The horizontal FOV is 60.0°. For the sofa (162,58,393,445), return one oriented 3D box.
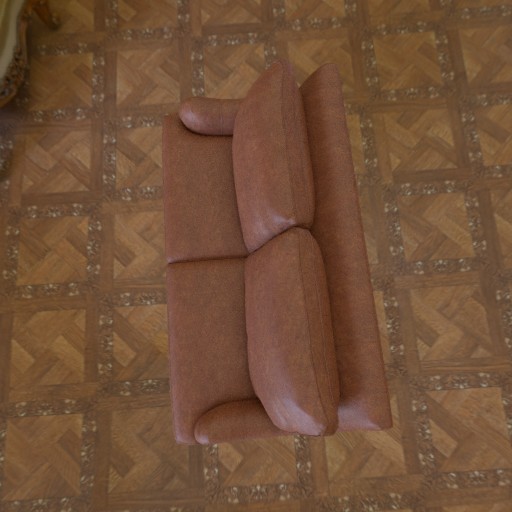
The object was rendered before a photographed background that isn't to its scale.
[{"bbox_3d":[0.000,0.000,2.767,1.147,1.071,2.144,-5,75,-1],"label":"sofa"}]
